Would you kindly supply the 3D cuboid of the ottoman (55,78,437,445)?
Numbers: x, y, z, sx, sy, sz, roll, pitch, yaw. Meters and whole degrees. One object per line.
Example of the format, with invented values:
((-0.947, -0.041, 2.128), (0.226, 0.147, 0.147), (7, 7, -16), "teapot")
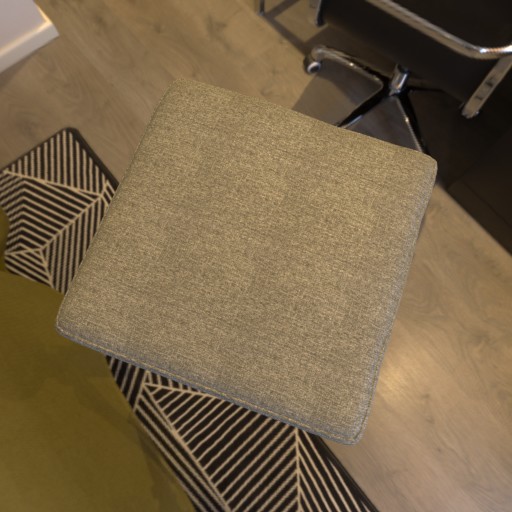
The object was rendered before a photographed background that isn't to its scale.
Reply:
((0.000, 0.000, 1.370), (0.838, 0.481, 0.838), (19, 75, 5), "ottoman")
